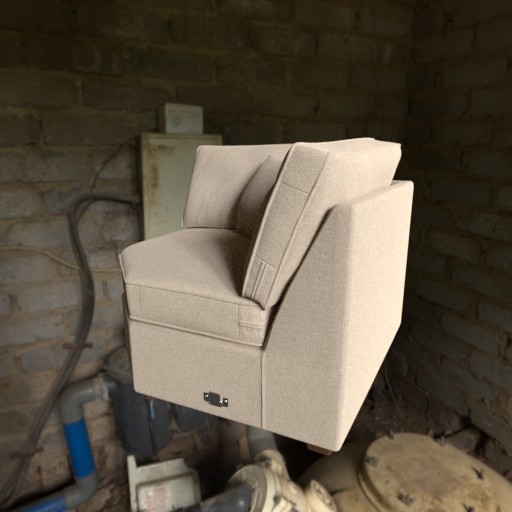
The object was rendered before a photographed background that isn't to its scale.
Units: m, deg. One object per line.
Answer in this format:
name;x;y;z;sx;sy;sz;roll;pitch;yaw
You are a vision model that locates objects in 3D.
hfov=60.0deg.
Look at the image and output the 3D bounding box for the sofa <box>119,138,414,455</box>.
sofa;0.000;0.000;1.818;1.050;0.937;1.042;8;17;26
